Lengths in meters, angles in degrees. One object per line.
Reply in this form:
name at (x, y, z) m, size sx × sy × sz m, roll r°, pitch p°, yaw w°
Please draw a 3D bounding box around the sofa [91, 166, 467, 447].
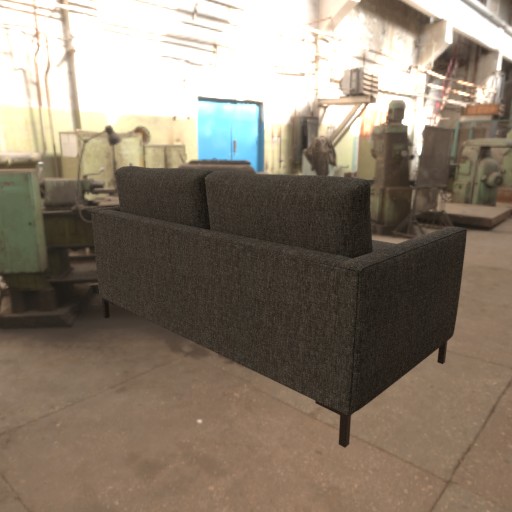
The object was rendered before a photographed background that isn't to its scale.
sofa at (0.000, 0.000, 2.190) m, size 1.716 × 0.862 × 0.866 m, roll 13°, pitch 19°, yaw 42°
